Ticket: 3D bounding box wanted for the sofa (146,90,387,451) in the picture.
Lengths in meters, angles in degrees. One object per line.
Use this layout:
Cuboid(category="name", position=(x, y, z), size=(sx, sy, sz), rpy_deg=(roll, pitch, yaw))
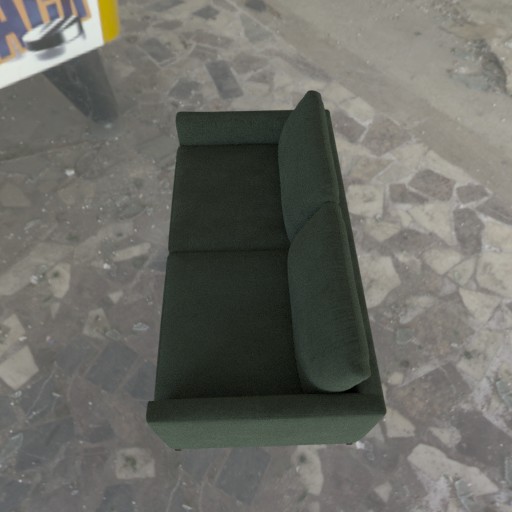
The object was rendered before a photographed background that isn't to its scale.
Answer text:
Cuboid(category="sofa", position=(0.000, 0.000, 2.169), size=(0.875, 0.817, 1.676), rpy_deg=(-2, 57, -1))
